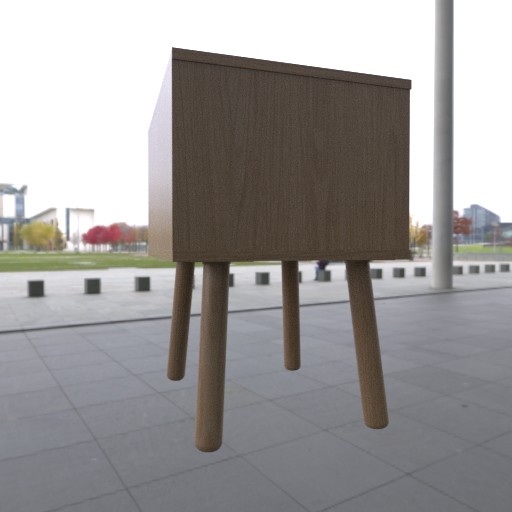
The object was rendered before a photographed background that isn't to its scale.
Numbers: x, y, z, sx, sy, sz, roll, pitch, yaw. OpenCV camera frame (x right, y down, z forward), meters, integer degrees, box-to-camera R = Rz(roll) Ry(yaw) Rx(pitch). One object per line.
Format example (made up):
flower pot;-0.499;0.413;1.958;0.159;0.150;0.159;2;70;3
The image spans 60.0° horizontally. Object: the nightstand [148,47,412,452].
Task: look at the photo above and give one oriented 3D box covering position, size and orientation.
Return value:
nightstand;0.000;0.000;0.871;0.380;0.571;0.450;0;1;-18
